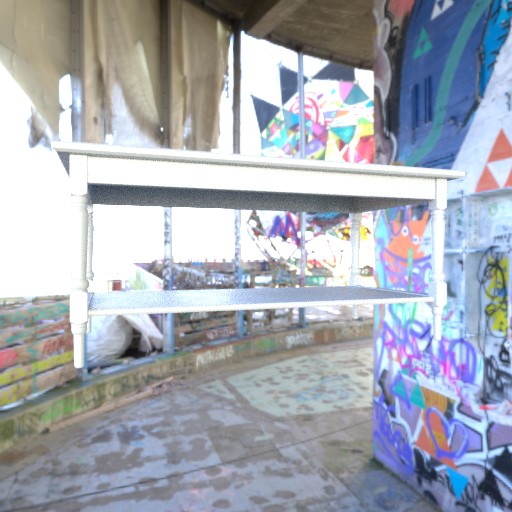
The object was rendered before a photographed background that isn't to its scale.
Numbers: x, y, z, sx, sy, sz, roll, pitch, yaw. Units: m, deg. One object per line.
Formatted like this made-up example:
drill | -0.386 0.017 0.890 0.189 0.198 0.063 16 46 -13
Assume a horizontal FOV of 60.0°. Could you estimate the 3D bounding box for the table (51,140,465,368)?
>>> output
table | 0.000 0.000 1.386 1.109 0.506 0.551 0 0 -19
